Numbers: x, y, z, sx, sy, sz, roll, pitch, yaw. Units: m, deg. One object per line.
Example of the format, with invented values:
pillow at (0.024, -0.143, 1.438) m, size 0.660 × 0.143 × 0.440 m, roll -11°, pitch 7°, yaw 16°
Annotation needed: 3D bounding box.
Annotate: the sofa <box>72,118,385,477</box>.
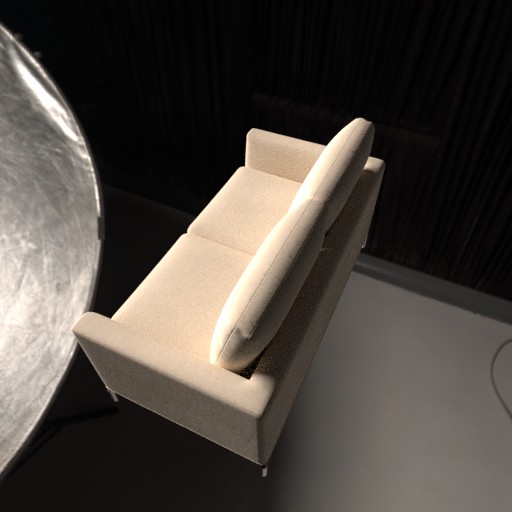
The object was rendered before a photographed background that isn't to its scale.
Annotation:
sofa at (0.000, 0.000, 2.370) m, size 0.906 × 0.995 × 1.739 m, roll 19°, pitch 50°, yaw 17°
